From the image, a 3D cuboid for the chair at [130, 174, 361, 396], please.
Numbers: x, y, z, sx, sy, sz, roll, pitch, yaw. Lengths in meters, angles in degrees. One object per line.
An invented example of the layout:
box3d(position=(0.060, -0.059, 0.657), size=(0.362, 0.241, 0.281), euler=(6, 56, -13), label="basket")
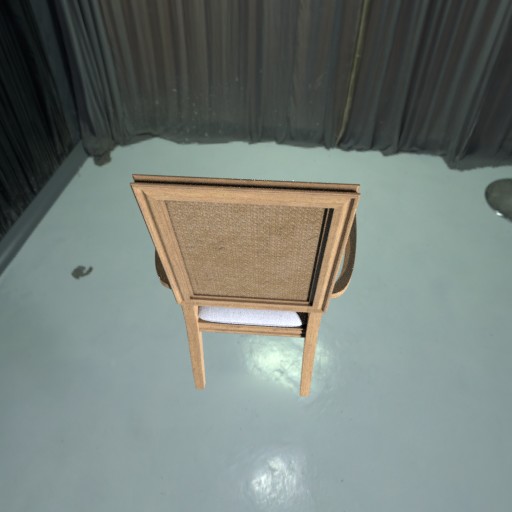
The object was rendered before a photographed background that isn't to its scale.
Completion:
box3d(position=(0.000, 0.000, 1.359), size=(0.606, 0.990, 0.602), euler=(3, 47, 3), label="chair")
